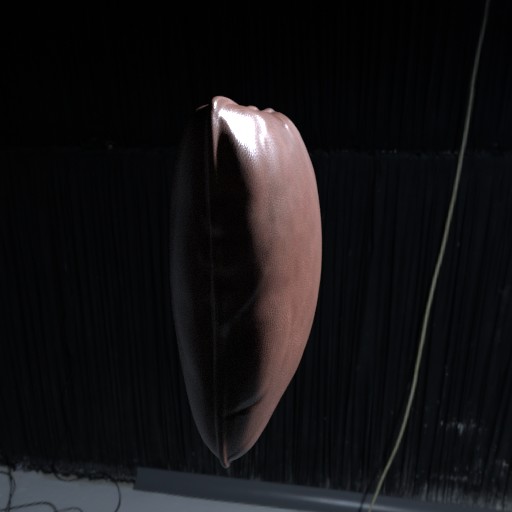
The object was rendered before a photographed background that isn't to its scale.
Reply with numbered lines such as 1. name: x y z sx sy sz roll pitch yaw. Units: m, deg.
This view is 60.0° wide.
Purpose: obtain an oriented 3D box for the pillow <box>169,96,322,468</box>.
1. pillow: 0.000 0.000 0.807 0.236 0.523 0.532 3 17 10
